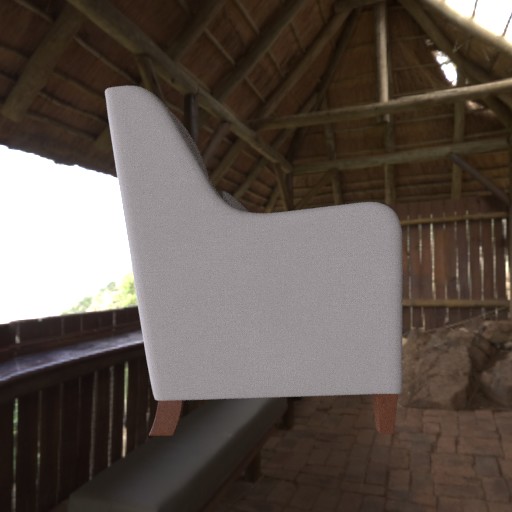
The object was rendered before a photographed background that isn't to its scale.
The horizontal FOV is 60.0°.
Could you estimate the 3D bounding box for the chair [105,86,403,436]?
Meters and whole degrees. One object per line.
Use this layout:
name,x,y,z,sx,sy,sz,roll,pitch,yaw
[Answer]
chair,0.000,0.000,1.587,0.863,1.010,0.715,0,0,0
